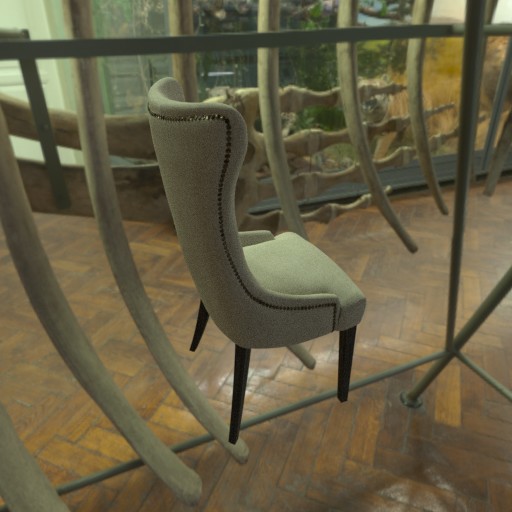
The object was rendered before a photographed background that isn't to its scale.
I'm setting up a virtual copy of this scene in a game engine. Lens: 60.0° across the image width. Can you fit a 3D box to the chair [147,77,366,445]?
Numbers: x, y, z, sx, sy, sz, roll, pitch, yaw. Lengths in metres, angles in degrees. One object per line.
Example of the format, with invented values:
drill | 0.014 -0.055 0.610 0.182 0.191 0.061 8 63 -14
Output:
chair | 0.000 0.000 1.460 0.590 1.065 0.584 -11 30 -20
